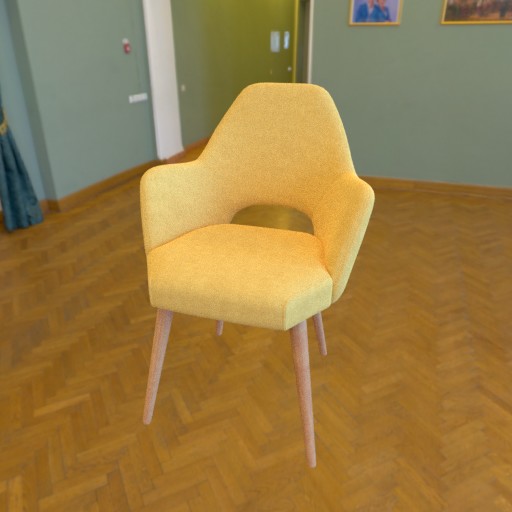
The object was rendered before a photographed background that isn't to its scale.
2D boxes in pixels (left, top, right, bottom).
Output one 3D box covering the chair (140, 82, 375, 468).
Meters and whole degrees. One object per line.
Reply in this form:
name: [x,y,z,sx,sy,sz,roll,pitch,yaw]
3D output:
chair: [0.000,0.000,1.210,0.590,0.840,0.610,8,27,16]
